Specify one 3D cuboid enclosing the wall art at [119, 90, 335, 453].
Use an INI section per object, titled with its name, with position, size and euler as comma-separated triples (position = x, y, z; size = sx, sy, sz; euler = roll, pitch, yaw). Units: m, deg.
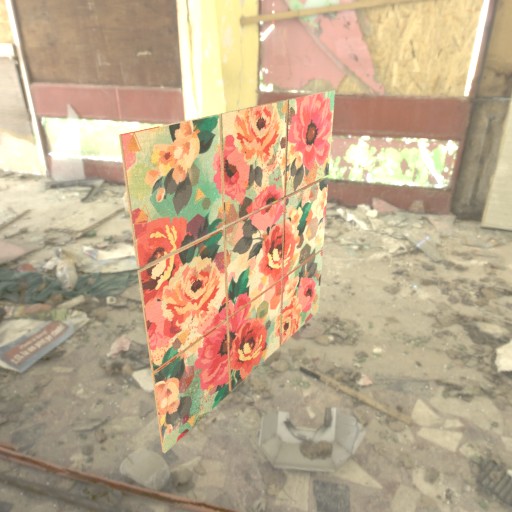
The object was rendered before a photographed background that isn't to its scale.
[wall art]
position = 0.000, 0.000, 1.885
size = 0.013, 1.220, 1.216
euler = 18, 32, 32
